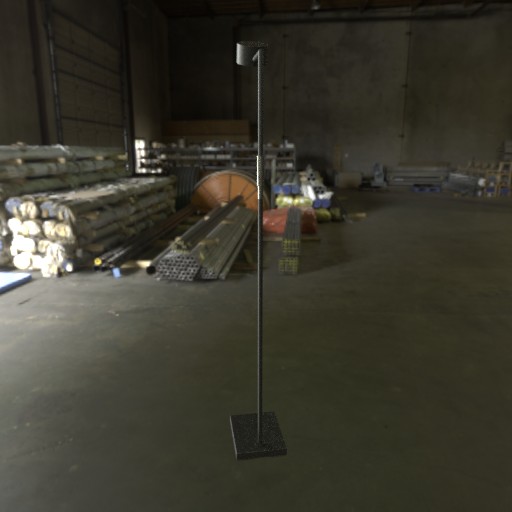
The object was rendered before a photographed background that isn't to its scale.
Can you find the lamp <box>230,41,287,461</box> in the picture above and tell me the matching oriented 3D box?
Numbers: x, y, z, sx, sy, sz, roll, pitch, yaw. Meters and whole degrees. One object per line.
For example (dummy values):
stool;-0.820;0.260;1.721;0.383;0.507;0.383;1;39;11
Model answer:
lamp;0.000;0.000;1.730;0.203;1.600;0.304;-2;14;-9
